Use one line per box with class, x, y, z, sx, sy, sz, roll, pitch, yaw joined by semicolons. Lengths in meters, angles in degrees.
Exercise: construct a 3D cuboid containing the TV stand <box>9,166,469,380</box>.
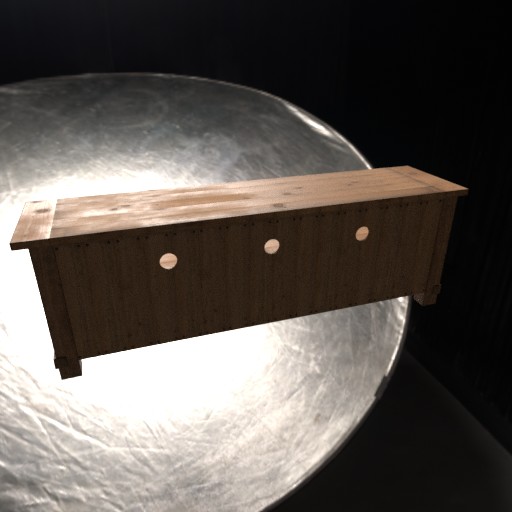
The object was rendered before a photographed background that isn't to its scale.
TV stand;0.000;0.000;1.979;1.804;0.573;0.453;-8;27;-17
